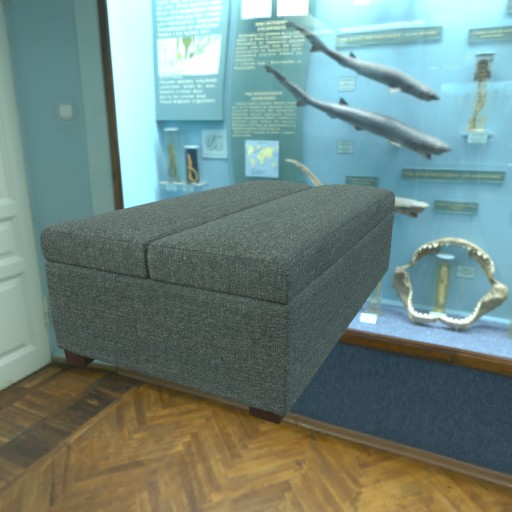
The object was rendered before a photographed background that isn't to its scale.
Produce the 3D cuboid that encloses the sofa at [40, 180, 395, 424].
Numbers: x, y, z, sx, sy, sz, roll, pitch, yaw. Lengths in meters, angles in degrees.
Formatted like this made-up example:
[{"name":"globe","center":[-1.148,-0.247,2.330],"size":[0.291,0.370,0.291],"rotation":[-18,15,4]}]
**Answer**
[{"name":"sofa","center":[0.000,0.000,1.606],"size":[0.782,0.417,1.198],"rotation":[8,18,25]}]
